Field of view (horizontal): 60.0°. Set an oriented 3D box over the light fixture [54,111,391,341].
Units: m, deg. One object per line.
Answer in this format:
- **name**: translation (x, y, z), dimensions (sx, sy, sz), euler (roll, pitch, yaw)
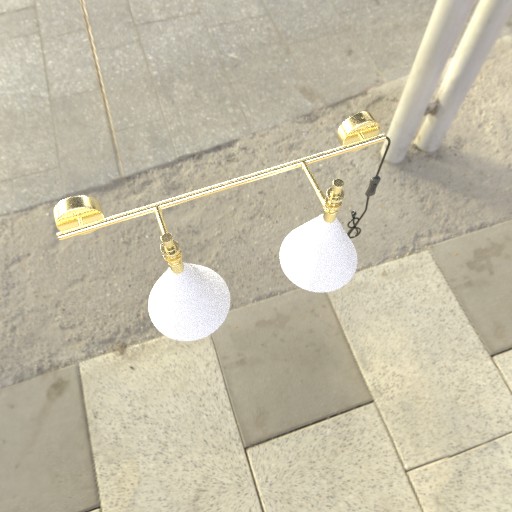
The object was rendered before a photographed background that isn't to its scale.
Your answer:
- **light fixture**: translation (0.000, 0.000, 0.887), dimensions (0.642, 0.468, 0.239), euler (-19, 64, -9)
